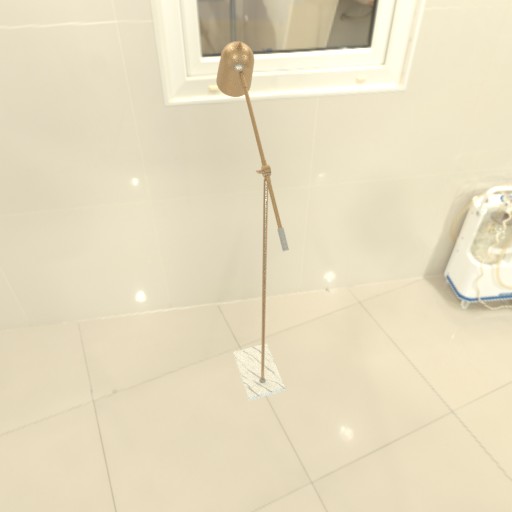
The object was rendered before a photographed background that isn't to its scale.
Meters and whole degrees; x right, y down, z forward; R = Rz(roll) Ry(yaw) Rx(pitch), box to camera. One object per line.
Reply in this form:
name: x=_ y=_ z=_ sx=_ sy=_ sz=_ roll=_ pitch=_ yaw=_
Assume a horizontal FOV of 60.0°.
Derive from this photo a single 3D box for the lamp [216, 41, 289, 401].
lamp: x=0.000 y=0.000 z=1.867 sx=0.194 sy=1.594 sz=0.653 roll=-12 pitch=43 yaw=-13
